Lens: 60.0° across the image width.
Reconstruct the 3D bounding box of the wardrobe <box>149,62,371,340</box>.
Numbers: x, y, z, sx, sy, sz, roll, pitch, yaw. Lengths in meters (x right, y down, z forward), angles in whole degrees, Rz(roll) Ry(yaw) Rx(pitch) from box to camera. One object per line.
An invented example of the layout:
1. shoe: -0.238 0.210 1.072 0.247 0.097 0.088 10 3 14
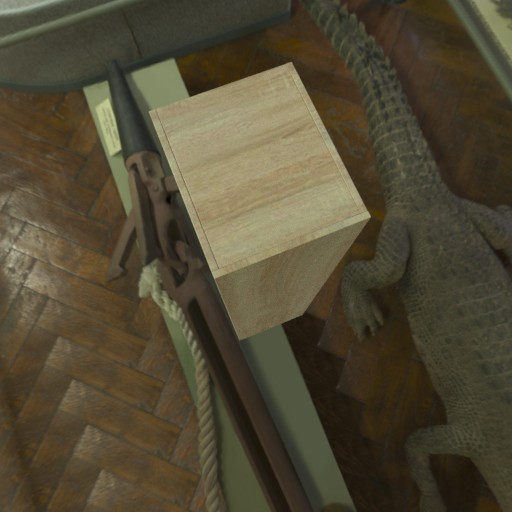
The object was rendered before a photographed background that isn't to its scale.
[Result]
1. wardrobe: 0.000 0.000 2.375 0.496 2.117 0.588 -21 75 -6
